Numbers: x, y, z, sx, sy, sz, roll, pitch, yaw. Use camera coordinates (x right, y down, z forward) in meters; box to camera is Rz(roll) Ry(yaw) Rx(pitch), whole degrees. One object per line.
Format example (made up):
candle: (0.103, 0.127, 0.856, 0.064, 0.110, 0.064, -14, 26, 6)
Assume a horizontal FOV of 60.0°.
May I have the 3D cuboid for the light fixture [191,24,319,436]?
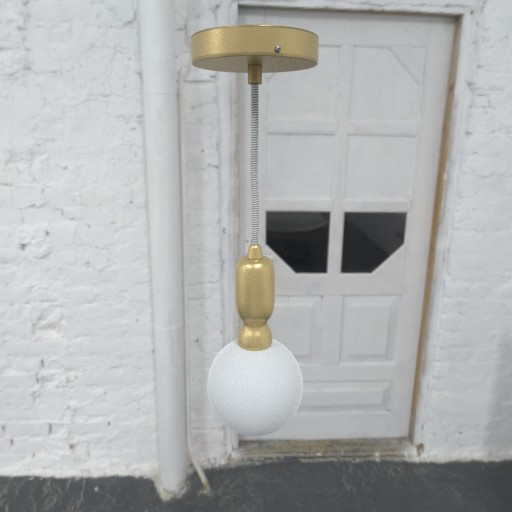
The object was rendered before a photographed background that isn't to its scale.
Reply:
light fixture: (0.000, 0.000, 0.571, 0.146, 0.510, 0.147, -8, 18, -25)
